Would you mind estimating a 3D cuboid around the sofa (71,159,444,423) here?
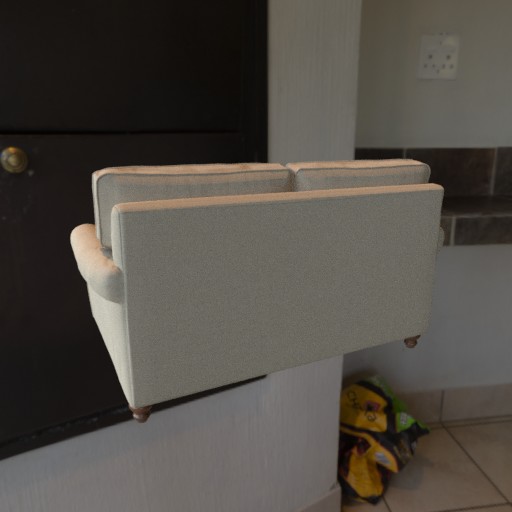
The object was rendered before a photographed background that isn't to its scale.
[{"bbox_3d":[0.000,0.000,2.199,1.665,0.937,0.964,-7,17,-26],"label":"sofa"}]
